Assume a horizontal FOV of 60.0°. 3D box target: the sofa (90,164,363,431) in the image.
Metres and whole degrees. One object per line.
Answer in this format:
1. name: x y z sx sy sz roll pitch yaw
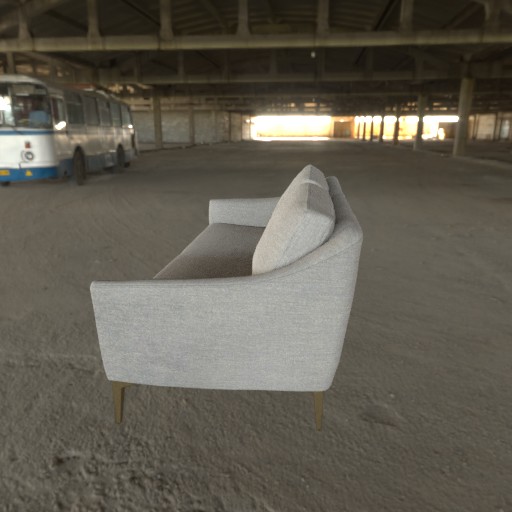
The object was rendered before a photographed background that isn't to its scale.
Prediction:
1. sofa: 0.000 0.000 2.548 0.980 0.913 2.036 2 16 7
